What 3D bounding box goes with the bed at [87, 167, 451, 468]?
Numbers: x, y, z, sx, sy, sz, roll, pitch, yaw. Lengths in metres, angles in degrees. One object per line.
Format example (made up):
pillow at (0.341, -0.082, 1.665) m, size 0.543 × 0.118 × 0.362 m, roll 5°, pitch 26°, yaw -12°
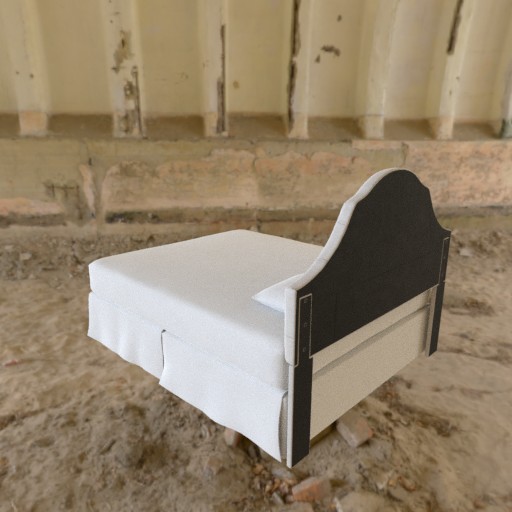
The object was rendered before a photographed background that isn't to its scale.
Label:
bed at (0.000, 0.000, 3.784) m, size 2.477 × 1.617 × 2.039 m, roll 15°, pitch 22°, yaw 42°
